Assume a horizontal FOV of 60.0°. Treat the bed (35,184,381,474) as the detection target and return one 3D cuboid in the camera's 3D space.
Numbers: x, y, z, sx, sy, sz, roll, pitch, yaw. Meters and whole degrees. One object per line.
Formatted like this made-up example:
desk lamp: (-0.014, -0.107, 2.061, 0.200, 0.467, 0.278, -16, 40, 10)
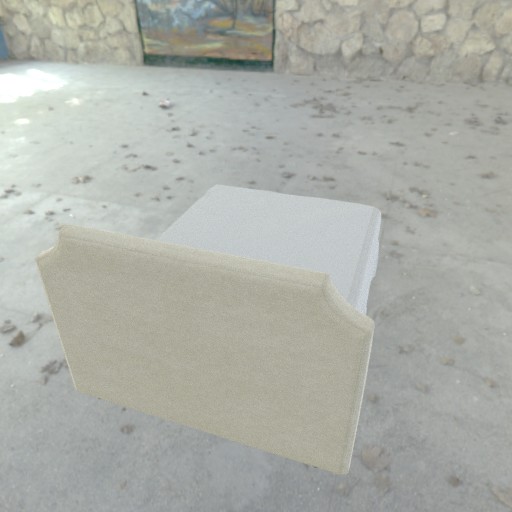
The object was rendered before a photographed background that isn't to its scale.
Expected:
bed: (0.000, 0.000, 3.231, 1.828, 1.297, 2.164, 11, 34, 16)
